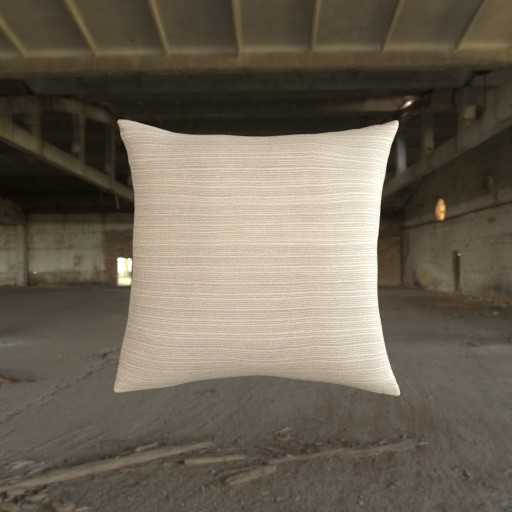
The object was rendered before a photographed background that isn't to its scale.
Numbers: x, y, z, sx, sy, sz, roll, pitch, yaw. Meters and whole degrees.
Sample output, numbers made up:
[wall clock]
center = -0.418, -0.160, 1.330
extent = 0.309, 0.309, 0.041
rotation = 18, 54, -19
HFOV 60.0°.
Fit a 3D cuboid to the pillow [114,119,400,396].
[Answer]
[pillow]
center = 0.000, 0.000, 0.793
extent = 0.512, 0.497, 0.204
rotation = 0, -1, 1
